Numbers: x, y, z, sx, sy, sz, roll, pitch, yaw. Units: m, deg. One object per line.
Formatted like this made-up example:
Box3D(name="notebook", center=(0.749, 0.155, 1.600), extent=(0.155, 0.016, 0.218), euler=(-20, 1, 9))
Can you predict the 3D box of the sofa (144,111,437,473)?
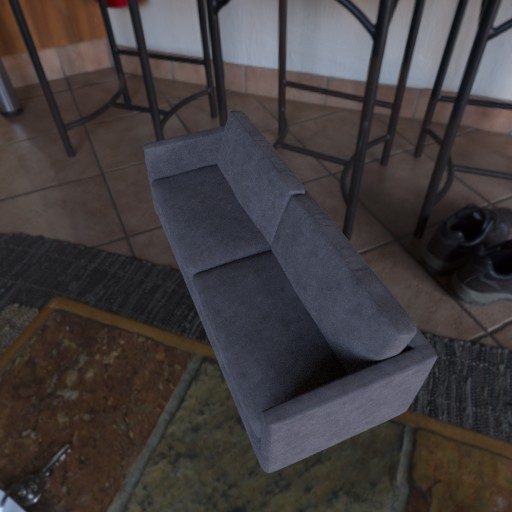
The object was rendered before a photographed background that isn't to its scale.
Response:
Box3D(name="sofa", center=(0.000, 0.000, 2.997), extent=(0.951, 0.965, 2.434), euler=(-17, 49, -16))
